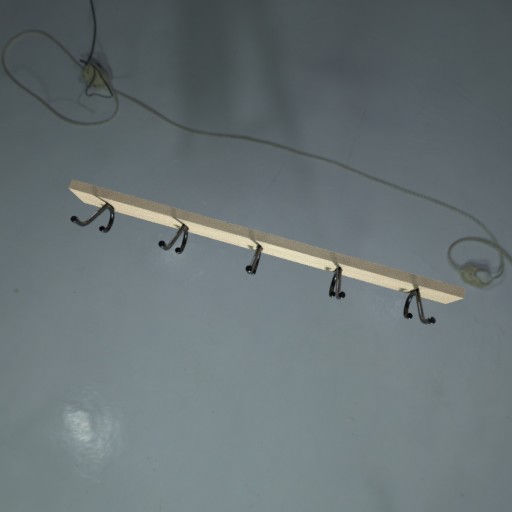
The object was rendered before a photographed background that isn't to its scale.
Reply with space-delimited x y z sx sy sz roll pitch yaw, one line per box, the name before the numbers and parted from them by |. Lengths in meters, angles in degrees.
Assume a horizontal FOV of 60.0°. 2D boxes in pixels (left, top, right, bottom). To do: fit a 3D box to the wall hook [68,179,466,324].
wall hook | 0.000 0.000 0.613 0.571 0.117 0.071 16 77 4
